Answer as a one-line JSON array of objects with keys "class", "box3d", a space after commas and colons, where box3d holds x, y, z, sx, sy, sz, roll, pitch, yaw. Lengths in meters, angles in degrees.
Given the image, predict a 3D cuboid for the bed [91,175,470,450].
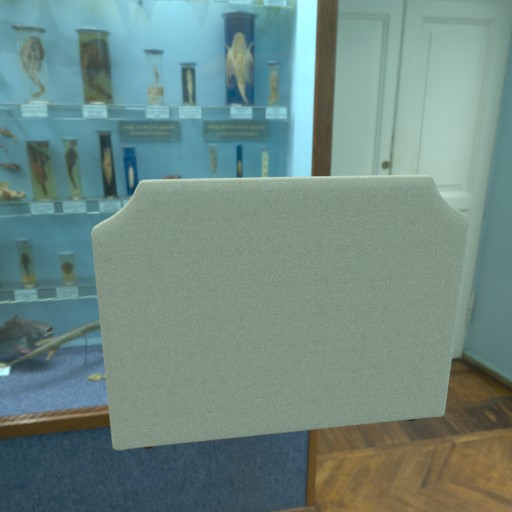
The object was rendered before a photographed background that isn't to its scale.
[{"class": "bed", "box3d": [0.000, 0.000, 3.026, 1.693, 1.290, 2.116, -3, 17, -8]}]
